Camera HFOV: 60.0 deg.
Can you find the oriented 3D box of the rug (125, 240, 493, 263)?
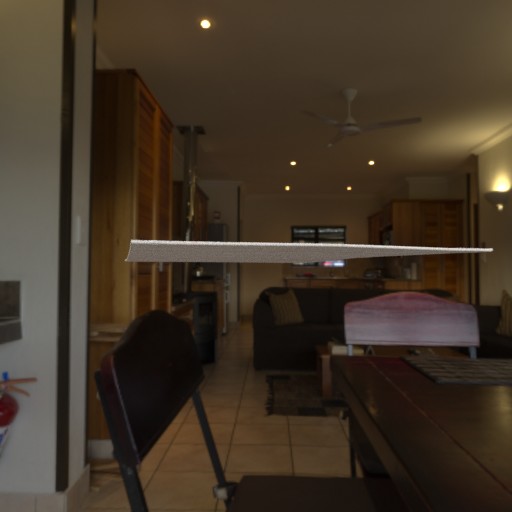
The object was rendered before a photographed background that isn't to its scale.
[{"bbox_3d":[0.000,0.000,2.891,1.624,0.030,2.264,1,-3,-17],"label":"rug"}]
